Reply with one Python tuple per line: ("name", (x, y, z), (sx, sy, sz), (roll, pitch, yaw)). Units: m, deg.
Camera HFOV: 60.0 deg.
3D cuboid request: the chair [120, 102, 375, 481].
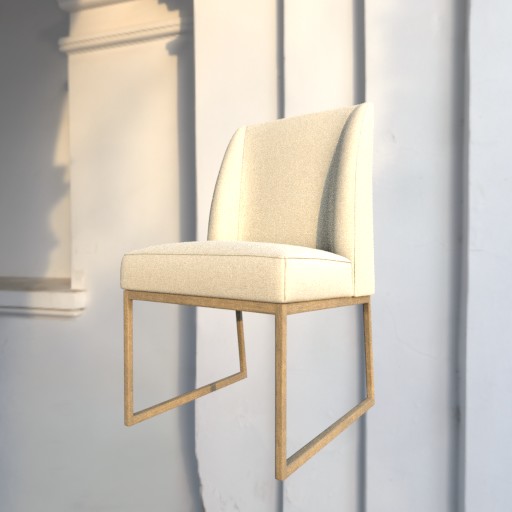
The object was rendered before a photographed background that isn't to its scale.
("chair", (0.000, 0.000, 1.191), (0.508, 0.863, 0.522), (1, 2, 35))
